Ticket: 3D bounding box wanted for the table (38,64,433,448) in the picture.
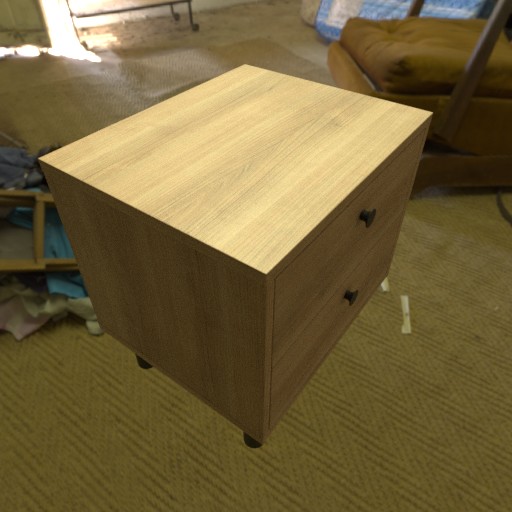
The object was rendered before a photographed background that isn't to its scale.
[{"bbox_3d":[0.000,0.000,0.781,0.380,0.460,0.445,26,48,26],"label":"table"}]
